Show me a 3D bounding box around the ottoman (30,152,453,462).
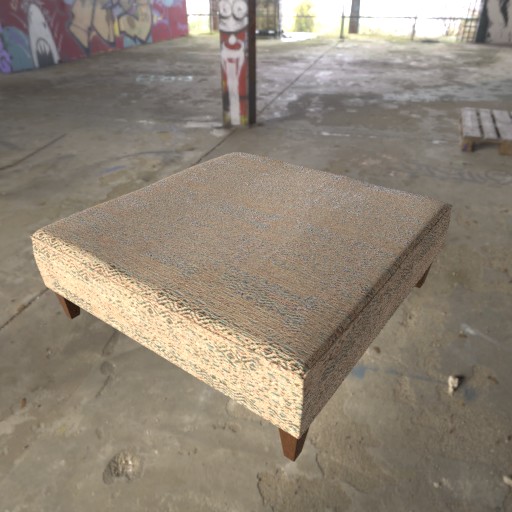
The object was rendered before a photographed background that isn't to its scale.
[{"bbox_3d":[0.000,0.000,1.498,0.968,0.356,1.004,21,37,30],"label":"ottoman"}]
